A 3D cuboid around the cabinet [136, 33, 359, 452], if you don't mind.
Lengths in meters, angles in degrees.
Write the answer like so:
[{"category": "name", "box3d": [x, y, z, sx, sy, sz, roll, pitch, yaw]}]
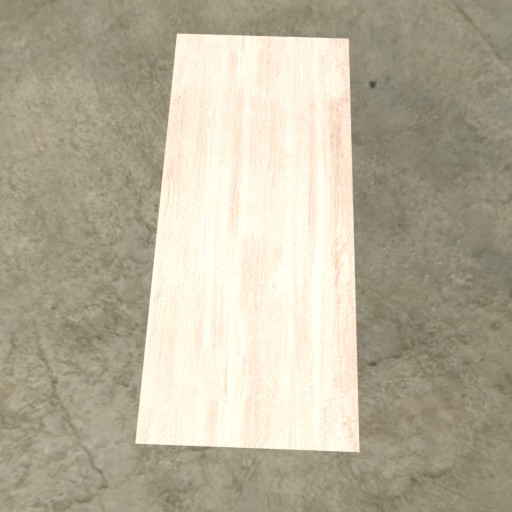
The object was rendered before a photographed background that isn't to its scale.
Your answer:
[{"category": "cabinet", "box3d": [0.000, 0.000, 1.514, 0.500, 0.780, 1.110, 2, 74, 1]}]
